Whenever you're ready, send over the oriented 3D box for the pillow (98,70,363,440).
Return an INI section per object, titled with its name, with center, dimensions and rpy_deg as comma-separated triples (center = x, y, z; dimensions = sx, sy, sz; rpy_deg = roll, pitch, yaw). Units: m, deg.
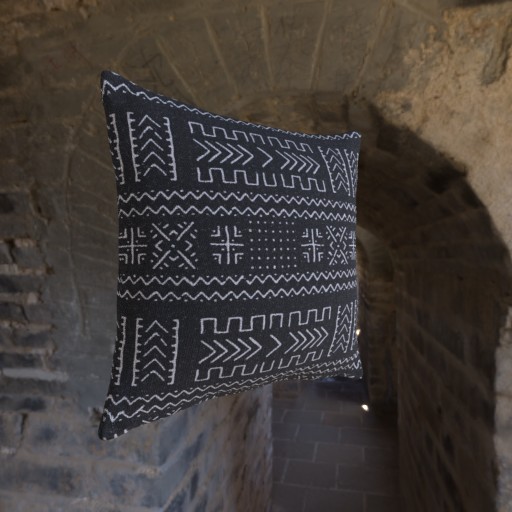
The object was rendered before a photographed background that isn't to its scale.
[pillow]
center = 0.000, 0.000, 0.634
dimensions = 0.438, 0.430, 0.164
rpy_deg = 0, 0, -34
